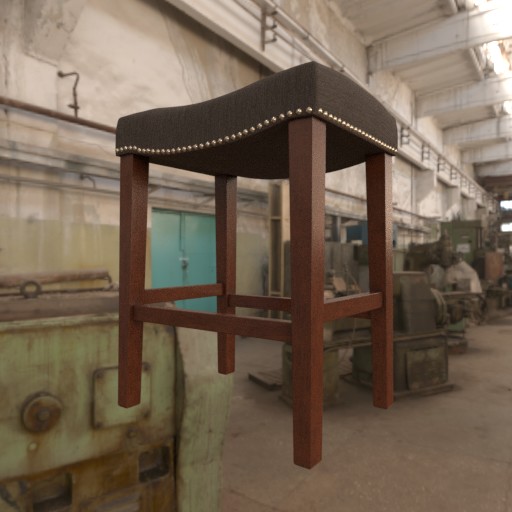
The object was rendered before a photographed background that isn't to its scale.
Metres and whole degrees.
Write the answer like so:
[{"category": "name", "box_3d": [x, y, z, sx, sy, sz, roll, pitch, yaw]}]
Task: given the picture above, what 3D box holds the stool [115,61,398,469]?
[{"category": "stool", "box_3d": [0.000, 0.000, 0.964, 0.504, 0.654, 0.372, 0, 1, 37]}]
